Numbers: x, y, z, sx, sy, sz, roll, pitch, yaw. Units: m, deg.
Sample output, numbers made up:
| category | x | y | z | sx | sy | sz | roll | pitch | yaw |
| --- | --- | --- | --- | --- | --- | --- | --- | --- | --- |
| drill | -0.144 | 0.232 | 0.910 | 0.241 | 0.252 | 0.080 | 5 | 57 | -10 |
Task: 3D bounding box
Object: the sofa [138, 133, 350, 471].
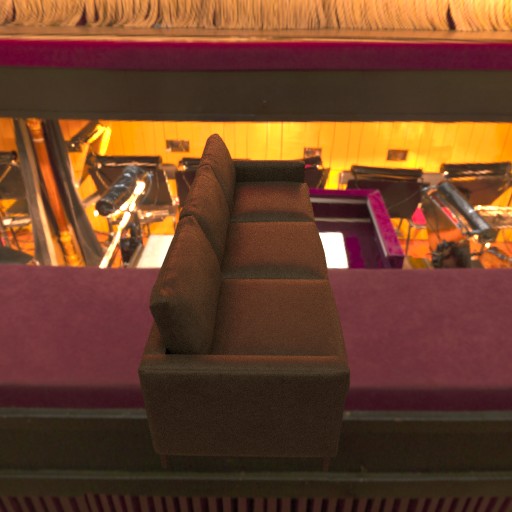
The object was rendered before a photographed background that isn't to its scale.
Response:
| category | x | y | z | sx | sy | sz | roll | pitch | yaw |
| --- | --- | --- | --- | --- | --- | --- | --- | --- | --- |
| sofa | 0.000 | 0.000 | 2.372 | 0.748 | 0.805 | 2.029 | 1 | 32 | 1 |
